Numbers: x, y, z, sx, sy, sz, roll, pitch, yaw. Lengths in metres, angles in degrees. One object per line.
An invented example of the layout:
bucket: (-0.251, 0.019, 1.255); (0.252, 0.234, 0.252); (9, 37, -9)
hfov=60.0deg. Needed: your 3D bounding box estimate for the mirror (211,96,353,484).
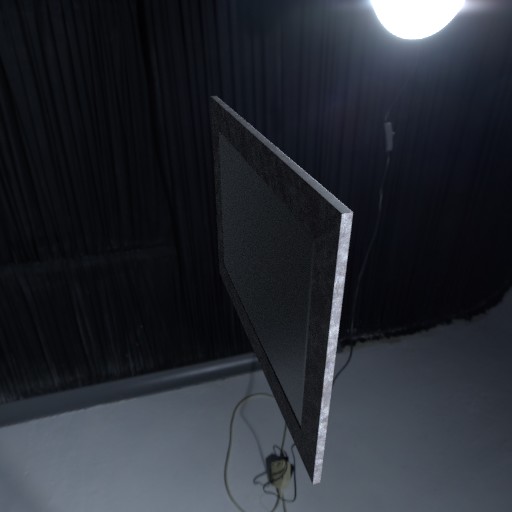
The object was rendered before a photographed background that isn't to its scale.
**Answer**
mirror: (0.000, 0.000, 1.440); (0.022, 0.795, 1.101); (-9, 32, -15)
